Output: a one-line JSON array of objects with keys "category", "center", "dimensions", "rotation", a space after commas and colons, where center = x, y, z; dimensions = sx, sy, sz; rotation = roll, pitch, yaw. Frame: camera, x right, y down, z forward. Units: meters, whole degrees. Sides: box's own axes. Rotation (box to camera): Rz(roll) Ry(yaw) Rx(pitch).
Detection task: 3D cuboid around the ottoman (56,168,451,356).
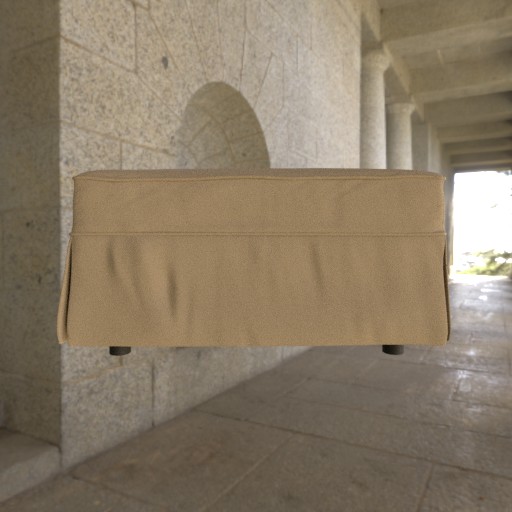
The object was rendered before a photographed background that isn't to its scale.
[{"category": "ottoman", "center": [0.000, 0.000, 1.366], "dimensions": [0.959, 0.482, 0.721], "rotation": [0, 1, -1]}]
